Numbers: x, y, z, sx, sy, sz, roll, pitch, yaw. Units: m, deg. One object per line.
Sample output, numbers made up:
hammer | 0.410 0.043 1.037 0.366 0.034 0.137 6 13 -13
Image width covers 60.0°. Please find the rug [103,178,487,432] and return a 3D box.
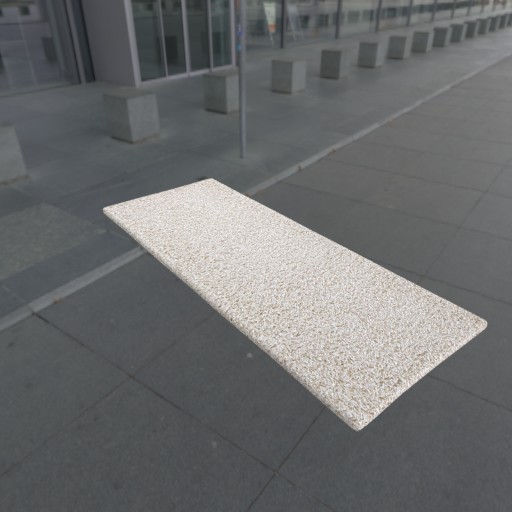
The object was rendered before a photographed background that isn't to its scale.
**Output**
rug | 0.000 0.000 1.704 0.609 0.030 1.524 -22 38 -32
